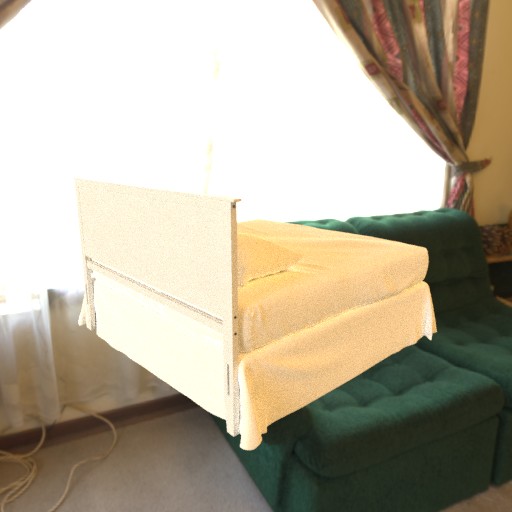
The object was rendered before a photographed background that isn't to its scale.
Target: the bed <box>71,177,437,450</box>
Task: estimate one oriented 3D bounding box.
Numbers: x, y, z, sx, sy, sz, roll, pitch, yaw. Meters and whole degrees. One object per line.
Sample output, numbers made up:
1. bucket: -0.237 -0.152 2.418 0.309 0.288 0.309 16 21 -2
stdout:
1. bed: 0.000 0.000 3.622 2.215 1.273 2.317 -12 19 -41
